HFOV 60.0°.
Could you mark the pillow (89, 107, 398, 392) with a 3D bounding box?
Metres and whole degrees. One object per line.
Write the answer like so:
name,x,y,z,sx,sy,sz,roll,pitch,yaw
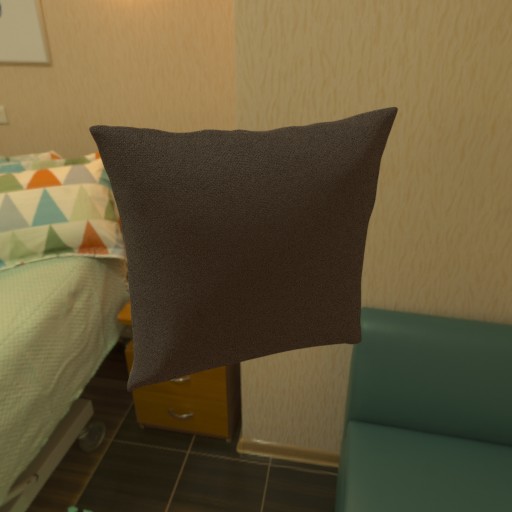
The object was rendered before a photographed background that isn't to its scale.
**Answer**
pillow,0.000,0.000,0.709,0.452,0.439,0.204,-9,28,-17
